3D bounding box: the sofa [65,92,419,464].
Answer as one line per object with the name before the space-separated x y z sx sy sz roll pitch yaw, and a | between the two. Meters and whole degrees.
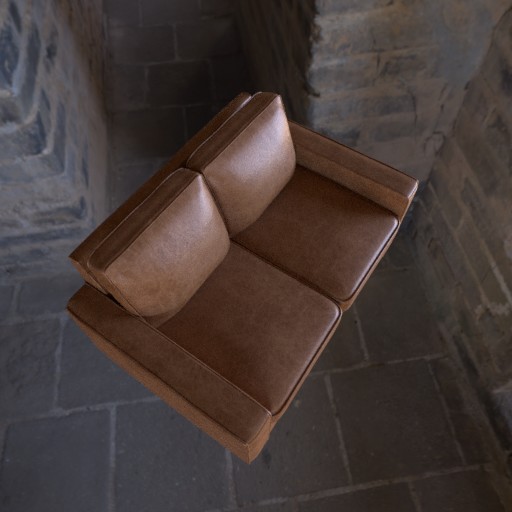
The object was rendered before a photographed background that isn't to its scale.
sofa | 0.000 0.000 2.173 1.020 0.896 1.532 30 64 17
